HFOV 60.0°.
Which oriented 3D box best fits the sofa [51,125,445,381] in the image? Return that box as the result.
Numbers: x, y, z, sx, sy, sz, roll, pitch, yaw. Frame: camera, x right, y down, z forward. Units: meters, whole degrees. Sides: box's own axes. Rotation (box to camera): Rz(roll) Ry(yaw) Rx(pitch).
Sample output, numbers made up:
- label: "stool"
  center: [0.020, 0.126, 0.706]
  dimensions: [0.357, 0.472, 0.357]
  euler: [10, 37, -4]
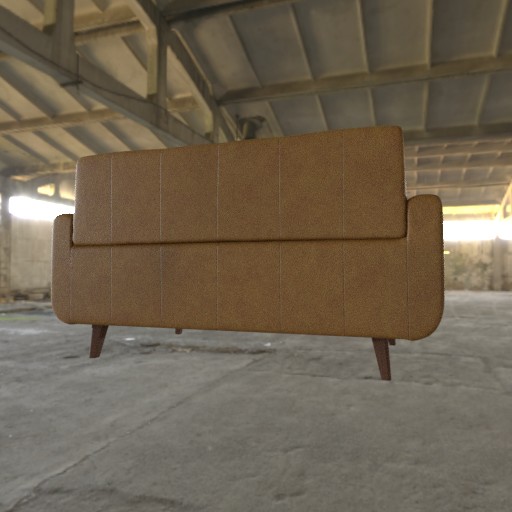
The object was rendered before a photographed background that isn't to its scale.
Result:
- label: "sofa"
  center: [0.000, 0.000, 2.189]
  dimensions: [1.651, 0.925, 0.952]
  euler: [-1, -2, 19]
